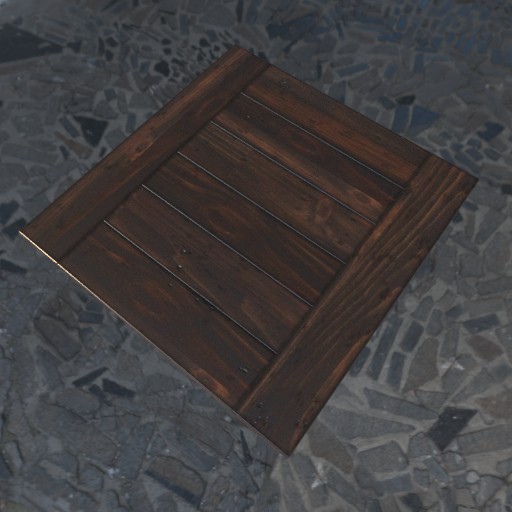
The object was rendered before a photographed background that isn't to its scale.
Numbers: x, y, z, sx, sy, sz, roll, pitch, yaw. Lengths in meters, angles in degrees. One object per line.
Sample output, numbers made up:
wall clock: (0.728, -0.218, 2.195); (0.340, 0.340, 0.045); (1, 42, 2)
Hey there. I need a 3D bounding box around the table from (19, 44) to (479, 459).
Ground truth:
table: (0.000, 0.000, 1.004); (0.593, 0.437, 0.606); (35, 69, 15)
